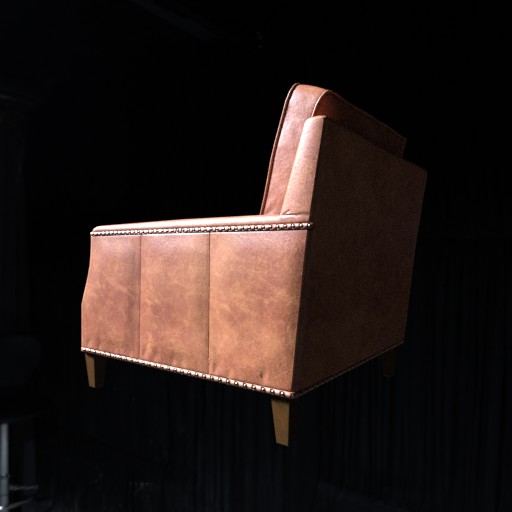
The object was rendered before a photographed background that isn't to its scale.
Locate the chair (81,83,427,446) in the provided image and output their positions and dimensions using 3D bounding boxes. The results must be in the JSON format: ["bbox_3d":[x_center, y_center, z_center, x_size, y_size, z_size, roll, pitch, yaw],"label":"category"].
[{"bbox_3d":[0.000,0.000,1.657,1.014,0.943,0.853,0,1,36],"label":"chair"}]
